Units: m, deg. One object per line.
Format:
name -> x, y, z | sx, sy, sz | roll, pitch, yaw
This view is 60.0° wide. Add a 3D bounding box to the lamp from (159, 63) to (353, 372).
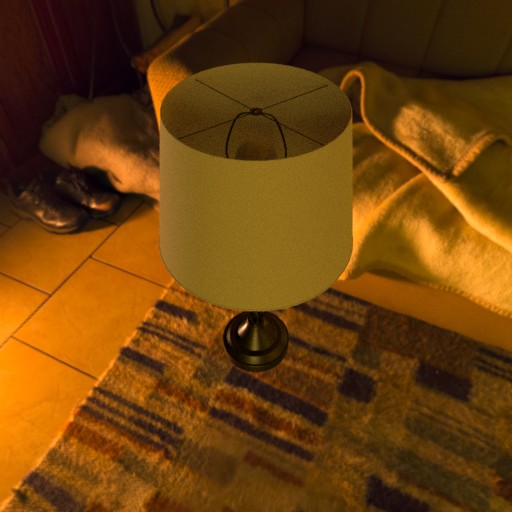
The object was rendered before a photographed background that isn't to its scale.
lamp -> 0.000, 0.000, 0.806 | 0.331, 0.594, 0.331 | 0, 48, 0
